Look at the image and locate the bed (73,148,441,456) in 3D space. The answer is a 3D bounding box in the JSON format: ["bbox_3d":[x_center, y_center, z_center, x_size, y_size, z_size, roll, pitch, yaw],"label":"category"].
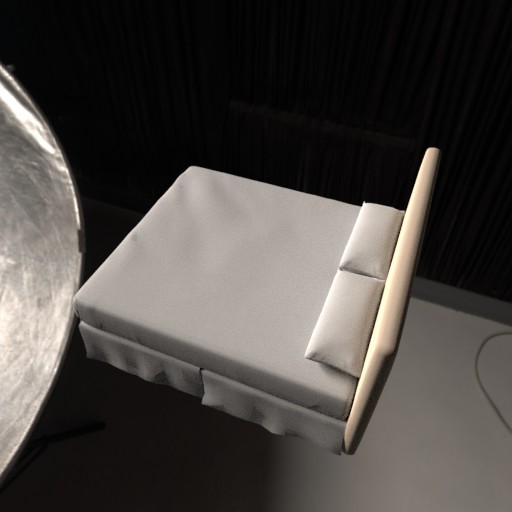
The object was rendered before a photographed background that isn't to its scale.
[{"bbox_3d":[0.000,0.000,3.303,2.142,1.330,1.884,16,48,15],"label":"bed"}]
